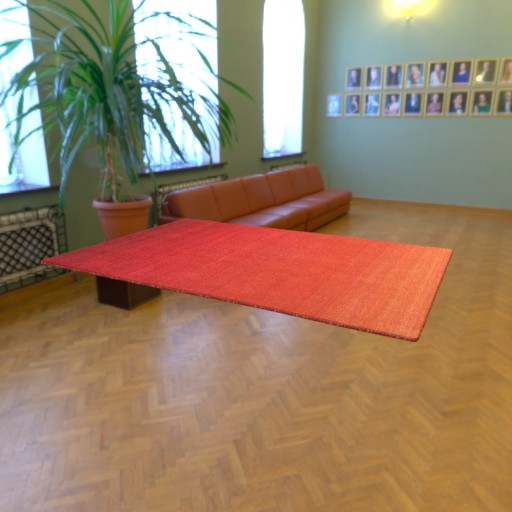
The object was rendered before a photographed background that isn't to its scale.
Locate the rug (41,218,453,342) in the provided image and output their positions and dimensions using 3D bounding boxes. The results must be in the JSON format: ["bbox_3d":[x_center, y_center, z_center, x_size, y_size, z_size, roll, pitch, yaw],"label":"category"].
[{"bbox_3d":[0.000,0.000,2.358,1.835,0.018,1.230,9,18,27],"label":"rug"}]
